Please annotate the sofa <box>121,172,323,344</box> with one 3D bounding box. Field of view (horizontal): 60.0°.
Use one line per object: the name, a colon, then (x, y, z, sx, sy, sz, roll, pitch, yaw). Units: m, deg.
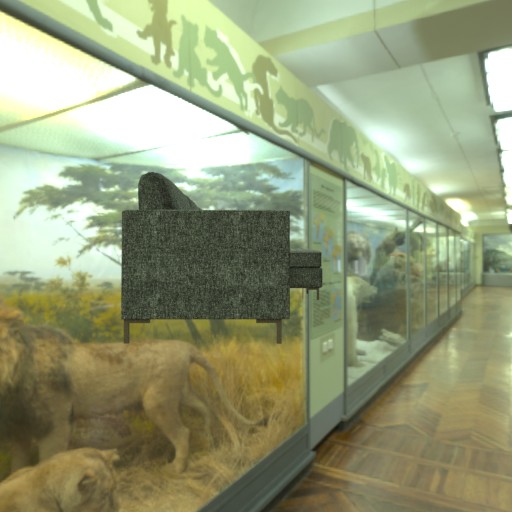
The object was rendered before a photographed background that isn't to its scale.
sofa: (0.000, 0.000, 4.096, 1.488, 0.970, 3.384, 0, 0, 0)
